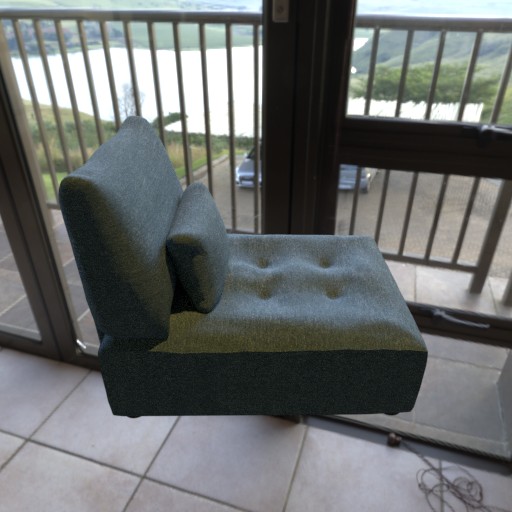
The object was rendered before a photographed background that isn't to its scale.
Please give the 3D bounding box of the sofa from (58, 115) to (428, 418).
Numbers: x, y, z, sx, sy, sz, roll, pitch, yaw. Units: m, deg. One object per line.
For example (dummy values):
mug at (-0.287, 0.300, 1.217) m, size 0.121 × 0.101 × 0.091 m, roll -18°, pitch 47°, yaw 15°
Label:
sofa at (0.000, 0.000, 1.518) m, size 1.000 × 0.820 × 0.700 m, roll 0°, pitch 31°, yaw 0°
